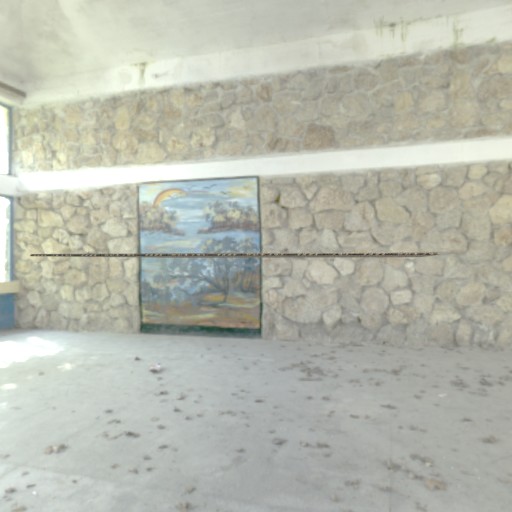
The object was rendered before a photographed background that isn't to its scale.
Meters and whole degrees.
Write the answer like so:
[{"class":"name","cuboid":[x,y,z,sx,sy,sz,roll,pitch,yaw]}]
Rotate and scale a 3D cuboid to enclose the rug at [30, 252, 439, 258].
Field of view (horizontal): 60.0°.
[{"class":"rug","cuboid":[0.000,0.000,4.017,2.902,0.017,2.305,0,-1,18]}]
